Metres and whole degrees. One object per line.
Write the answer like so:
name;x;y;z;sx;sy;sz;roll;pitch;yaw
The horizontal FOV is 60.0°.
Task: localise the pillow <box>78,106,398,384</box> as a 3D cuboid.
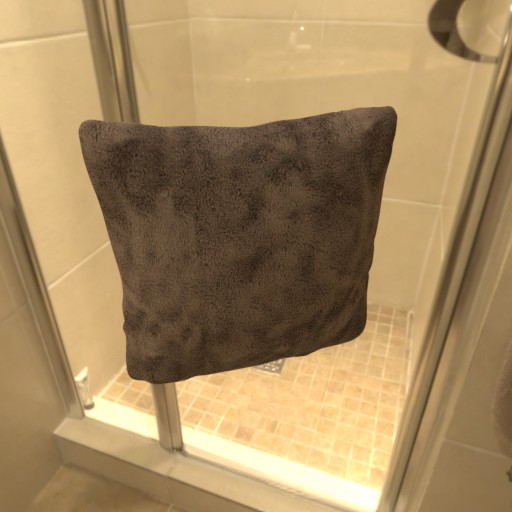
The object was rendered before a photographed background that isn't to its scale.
pillow;0.000;0.000;0.809;0.522;0.520;0.204;-9;32;-15
